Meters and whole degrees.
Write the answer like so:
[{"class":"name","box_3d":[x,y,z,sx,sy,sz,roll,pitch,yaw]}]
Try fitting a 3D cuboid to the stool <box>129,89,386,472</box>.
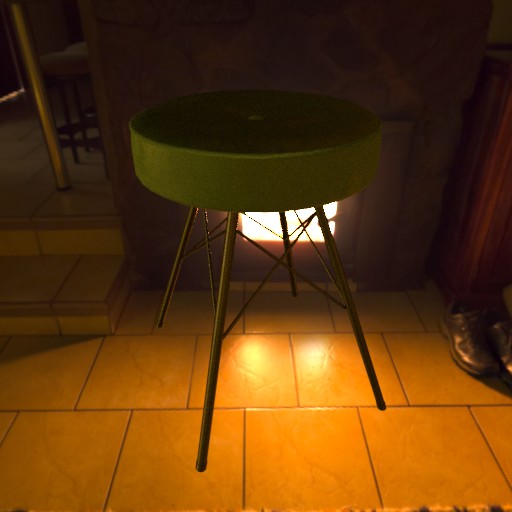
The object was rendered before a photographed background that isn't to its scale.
[{"class":"stool","box_3d":[0.000,0.000,0.909,0.430,0.595,0.457,-11,32,-18]}]
